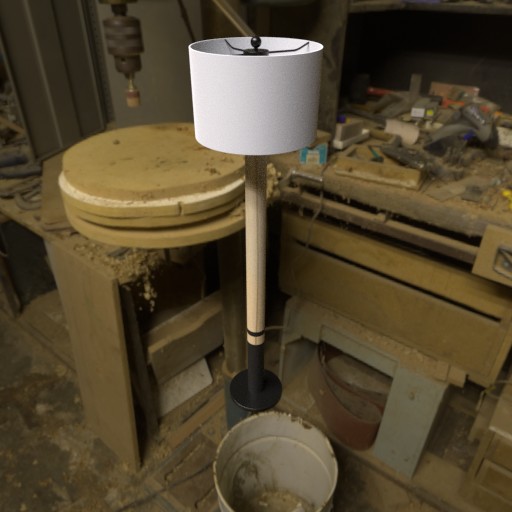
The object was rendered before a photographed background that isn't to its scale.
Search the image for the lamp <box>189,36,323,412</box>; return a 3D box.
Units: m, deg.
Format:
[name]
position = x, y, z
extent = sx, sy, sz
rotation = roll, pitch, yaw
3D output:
[lamp]
position = 0.000, 0.000, 1.652
extent = 0.381, 1.478, 0.381
rotation = 24, 40, 32
